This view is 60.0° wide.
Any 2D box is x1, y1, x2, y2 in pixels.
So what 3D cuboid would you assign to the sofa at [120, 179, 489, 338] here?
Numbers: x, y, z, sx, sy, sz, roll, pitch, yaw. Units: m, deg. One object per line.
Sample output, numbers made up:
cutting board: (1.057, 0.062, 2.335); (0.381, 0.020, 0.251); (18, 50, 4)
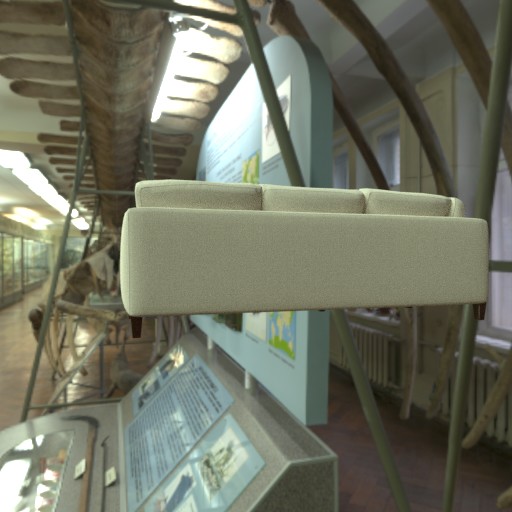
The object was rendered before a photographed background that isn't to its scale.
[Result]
sofa: (0.000, 0.000, 4.406); (2.593, 0.947, 3.302); (0, 0, -17)
